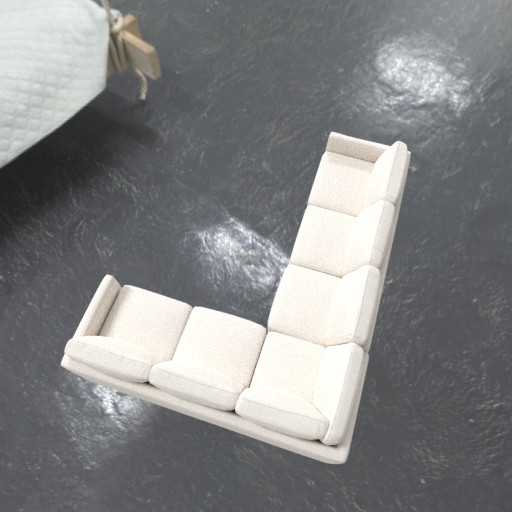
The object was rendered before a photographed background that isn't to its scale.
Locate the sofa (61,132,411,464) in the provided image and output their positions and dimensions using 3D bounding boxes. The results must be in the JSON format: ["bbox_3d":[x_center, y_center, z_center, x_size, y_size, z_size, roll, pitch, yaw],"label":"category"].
[{"bbox_3d":[0.000,0.000,4.567,2.593,0.947,3.302,16,66,8],"label":"sofa"}]
